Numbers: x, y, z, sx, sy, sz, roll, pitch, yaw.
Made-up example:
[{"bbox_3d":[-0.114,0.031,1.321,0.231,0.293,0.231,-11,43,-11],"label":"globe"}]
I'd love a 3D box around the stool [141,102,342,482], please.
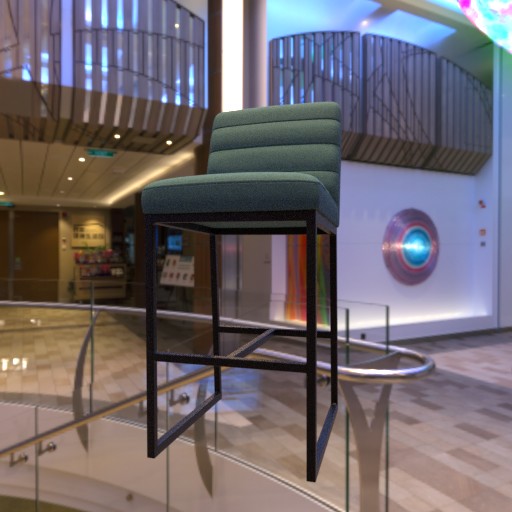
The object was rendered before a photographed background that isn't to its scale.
[{"bbox_3d":[0.000,0.000,1.323,0.460,1.040,0.560,0,1,16],"label":"stool"}]
